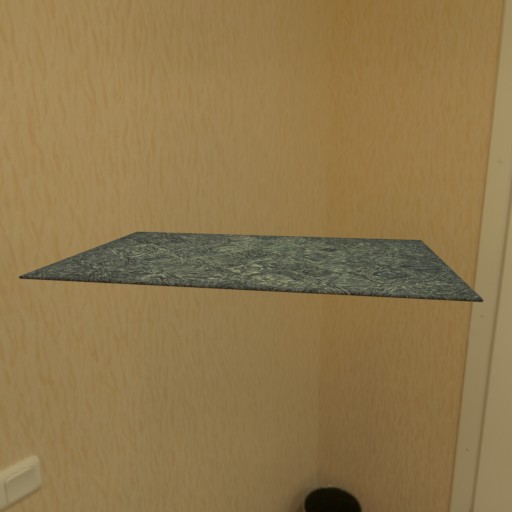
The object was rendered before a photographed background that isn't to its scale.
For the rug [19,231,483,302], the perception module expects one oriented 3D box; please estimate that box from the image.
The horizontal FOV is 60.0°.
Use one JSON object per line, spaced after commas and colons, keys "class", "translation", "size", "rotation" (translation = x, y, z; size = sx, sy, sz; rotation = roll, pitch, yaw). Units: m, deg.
{"class": "rug", "translation": [0.000, 0.000, 2.893], "size": [2.330, 0.017, 1.478], "rotation": [2, 13, 10]}
